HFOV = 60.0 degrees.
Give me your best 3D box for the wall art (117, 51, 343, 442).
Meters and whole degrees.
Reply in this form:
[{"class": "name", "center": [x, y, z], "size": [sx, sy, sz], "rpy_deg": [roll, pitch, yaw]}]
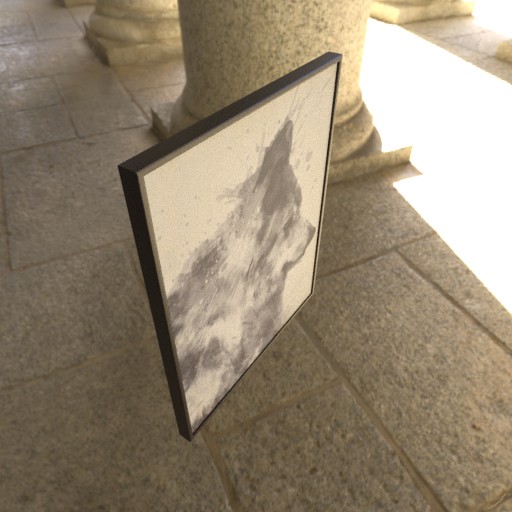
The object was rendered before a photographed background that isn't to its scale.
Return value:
[{"class": "wall art", "center": [0.000, 0.000, 0.759], "size": [0.028, 0.551, 0.451], "rpy_deg": [25, 47, 26]}]
